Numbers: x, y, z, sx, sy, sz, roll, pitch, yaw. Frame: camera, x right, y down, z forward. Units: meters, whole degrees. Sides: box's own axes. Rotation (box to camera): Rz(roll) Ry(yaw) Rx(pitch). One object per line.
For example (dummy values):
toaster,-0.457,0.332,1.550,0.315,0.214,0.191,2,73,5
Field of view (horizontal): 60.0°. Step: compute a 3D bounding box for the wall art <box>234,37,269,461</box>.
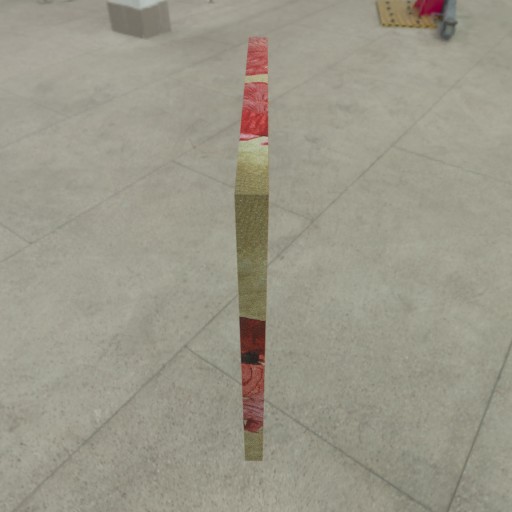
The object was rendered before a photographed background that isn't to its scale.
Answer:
wall art,0.000,0.000,0.679,0.028,0.508,0.406,1,43,1
